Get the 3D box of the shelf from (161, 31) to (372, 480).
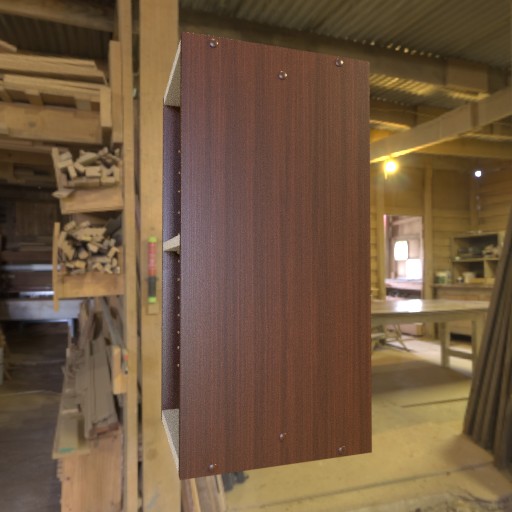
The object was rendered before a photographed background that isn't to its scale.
[{"bbox_3d":[0.000,0.000,0.755,0.290,0.600,0.253,0,-2,-18],"label":"shelf"}]
